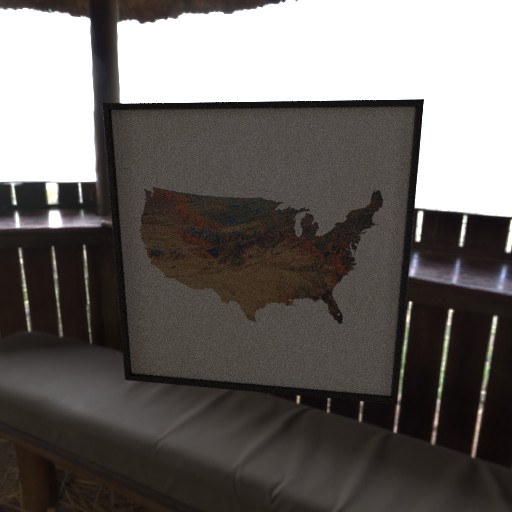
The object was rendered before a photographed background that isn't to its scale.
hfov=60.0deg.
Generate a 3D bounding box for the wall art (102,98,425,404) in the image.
[{"bbox_3d":[0.000,0.000,0.770,0.507,0.507,0.038,2,15,9],"label":"wall art"}]
